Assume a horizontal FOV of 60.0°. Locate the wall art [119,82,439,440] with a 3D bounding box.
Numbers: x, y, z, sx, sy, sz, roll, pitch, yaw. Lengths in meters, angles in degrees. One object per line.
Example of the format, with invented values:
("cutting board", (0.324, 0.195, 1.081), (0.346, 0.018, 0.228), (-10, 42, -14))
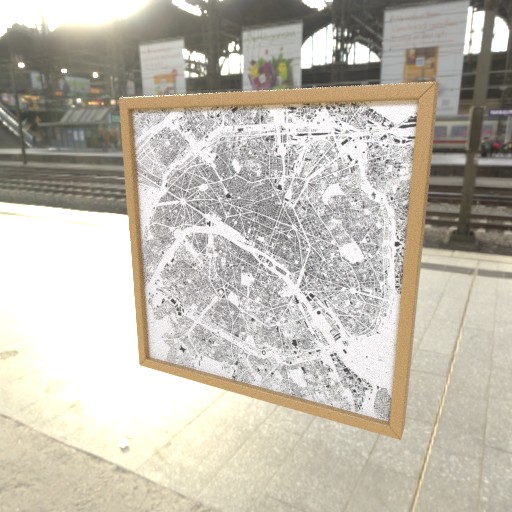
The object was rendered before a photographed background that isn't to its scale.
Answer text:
("wall art", (0.000, 0.000, 0.731), (0.509, 0.509, 0.036), (7, 17, 26))
